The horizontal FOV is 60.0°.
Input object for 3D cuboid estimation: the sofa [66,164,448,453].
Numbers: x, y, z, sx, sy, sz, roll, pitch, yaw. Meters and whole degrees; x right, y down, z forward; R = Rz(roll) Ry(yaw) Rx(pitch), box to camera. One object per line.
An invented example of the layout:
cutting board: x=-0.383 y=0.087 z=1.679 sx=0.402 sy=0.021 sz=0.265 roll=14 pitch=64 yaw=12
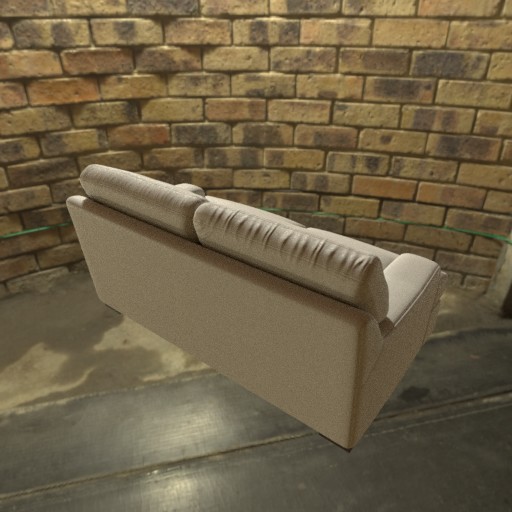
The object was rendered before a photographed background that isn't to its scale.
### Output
sofa: x=0.000 y=0.000 z=2.496 sx=1.880 sy=0.940 sz=1.143 roll=21 pitch=36 yaw=32
